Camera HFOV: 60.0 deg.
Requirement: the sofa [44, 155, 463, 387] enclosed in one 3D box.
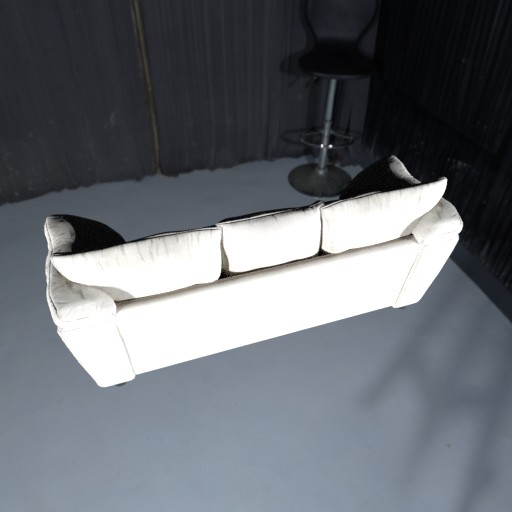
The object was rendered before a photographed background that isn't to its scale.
[{"bbox_3d":[0.000,0.000,2.756,2.334,0.996,0.878,-13,43,-14],"label":"sofa"}]
